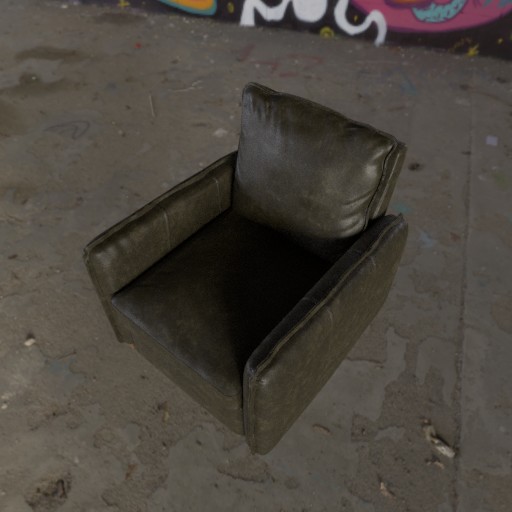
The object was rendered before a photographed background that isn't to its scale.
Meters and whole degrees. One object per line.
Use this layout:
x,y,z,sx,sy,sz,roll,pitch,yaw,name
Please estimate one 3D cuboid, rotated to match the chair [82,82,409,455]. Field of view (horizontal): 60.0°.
0.000,0.000,1.606,0.830,0.921,0.921,31,54,26,chair
